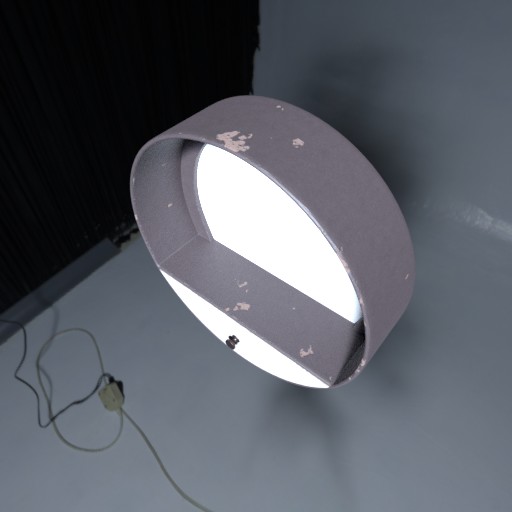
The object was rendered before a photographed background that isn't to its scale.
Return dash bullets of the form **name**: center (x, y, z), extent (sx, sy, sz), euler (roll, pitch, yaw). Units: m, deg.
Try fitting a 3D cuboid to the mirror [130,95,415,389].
- **mirror**: center (0.000, 0.000, 0.591), extent (0.386, 0.386, 0.126), euler (31, 54, 25)
